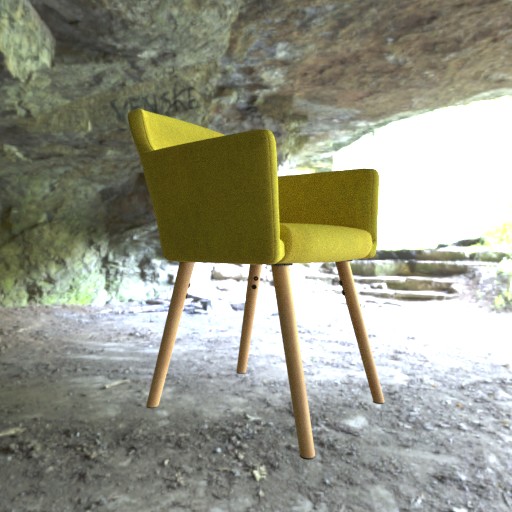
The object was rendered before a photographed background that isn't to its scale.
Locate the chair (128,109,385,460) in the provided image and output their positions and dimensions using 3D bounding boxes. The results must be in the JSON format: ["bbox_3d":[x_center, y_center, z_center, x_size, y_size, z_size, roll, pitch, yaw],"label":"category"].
[{"bbox_3d":[0.000,0.000,1.182,0.570,0.780,0.570,1,2,36],"label":"chair"}]
